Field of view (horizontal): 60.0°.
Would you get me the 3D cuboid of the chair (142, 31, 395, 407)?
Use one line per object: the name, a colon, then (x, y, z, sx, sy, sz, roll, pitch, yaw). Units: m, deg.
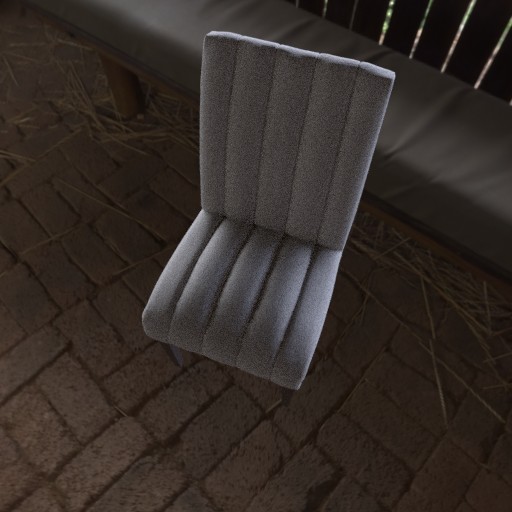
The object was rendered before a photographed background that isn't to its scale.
chair: (0.000, 0.000, 1.360, 0.511, 1.016, 0.647, 18, 61, 10)
